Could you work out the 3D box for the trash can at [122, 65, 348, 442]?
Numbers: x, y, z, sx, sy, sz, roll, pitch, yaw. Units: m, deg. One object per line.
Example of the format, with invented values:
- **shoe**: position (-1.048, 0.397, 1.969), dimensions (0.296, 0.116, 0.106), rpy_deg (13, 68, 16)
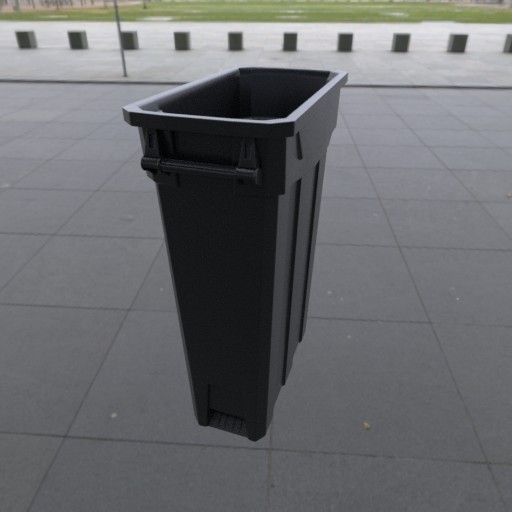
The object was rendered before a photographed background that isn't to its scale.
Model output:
- **trash can**: position (0.000, 0.000, 1.050), dimensions (0.281, 0.762, 0.559), rpy_deg (10, 32, 16)
